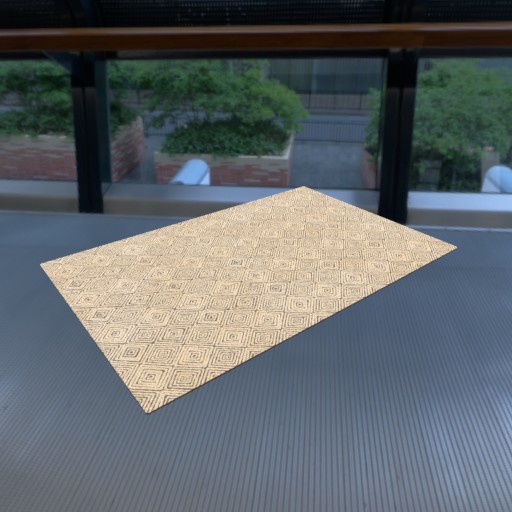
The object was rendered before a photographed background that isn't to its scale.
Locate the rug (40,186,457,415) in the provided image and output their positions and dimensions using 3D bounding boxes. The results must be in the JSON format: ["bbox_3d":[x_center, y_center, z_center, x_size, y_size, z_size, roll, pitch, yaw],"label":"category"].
[{"bbox_3d":[0.000,0.000,2.258,1.783,0.008,1.175,-21,35,-33],"label":"rug"}]
